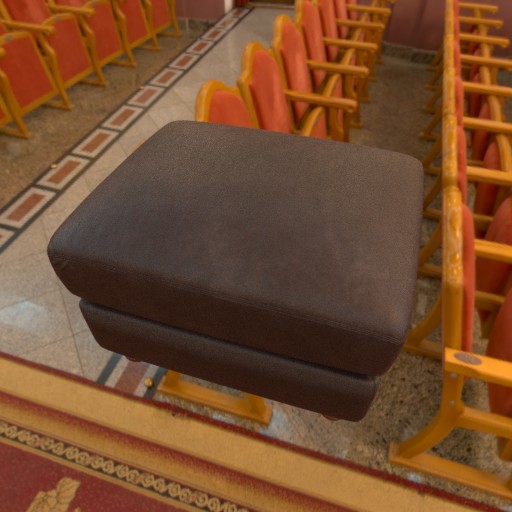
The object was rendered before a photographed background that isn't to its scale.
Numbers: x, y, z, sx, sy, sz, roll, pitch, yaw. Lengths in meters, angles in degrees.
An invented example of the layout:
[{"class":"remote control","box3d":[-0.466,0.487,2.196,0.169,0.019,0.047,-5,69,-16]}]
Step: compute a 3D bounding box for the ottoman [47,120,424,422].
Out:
[{"class":"ottoman","box3d":[0.000,0.000,1.243,0.806,0.569,0.670,12,44,13]}]
